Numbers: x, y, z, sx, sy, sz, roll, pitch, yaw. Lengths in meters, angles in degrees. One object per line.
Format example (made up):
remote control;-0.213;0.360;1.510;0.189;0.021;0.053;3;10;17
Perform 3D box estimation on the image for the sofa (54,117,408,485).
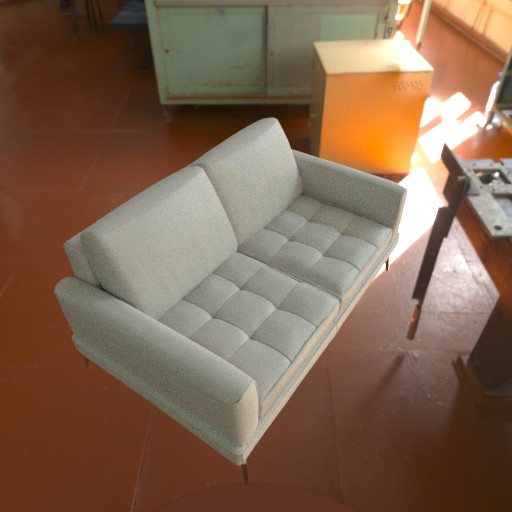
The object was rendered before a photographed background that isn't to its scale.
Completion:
sofa;0.000;0.000;2.463;1.121;0.930;1.819;25;47;25
